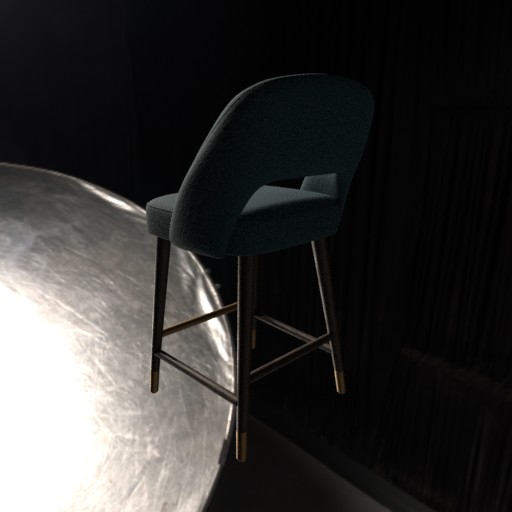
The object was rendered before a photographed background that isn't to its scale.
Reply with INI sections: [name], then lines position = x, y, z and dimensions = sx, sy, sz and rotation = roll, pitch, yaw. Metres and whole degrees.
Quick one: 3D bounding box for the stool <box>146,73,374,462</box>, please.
[stool]
position = 0.000, 0.000, 1.279
dimensions = 0.536, 0.939, 0.522
rotation = -15, 22, -42
